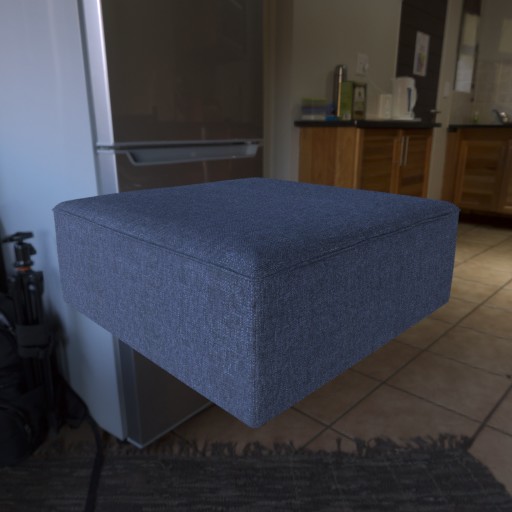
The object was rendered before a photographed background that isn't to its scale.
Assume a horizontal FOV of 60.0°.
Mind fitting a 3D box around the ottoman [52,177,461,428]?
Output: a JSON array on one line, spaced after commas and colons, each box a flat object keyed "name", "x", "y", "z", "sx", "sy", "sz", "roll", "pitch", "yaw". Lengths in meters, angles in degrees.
[{"name": "ottoman", "x": 0.000, "y": 0.000, "z": 1.559, "sx": 1.017, "sy": 0.423, "sz": 1.023, "roll": -16, "pitch": 23, "yaw": -42}]
